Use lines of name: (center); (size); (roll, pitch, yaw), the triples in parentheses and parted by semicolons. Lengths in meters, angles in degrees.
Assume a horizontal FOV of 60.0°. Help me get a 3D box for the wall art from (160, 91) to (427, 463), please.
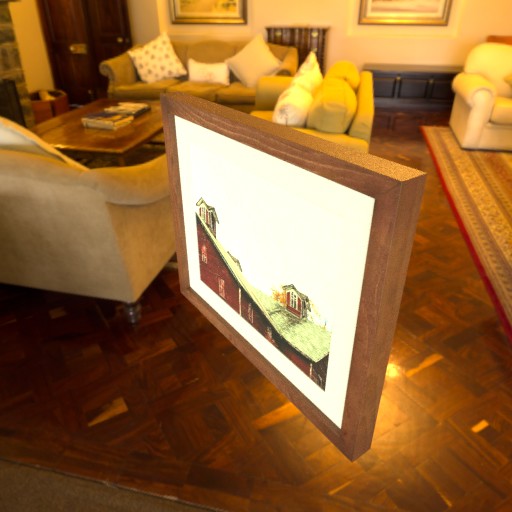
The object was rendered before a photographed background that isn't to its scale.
wall art: (0.000, 0.000, 0.552); (0.030, 0.328, 0.401); (-20, 36, -30)
